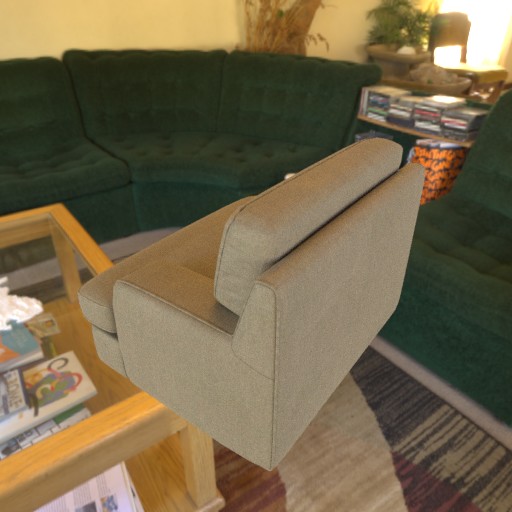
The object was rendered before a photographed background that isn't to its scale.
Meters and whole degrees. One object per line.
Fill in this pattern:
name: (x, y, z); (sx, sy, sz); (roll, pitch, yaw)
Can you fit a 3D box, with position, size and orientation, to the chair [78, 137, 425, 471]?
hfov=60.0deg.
chair: (0.000, 0.000, 2.005); (1.043, 0.974, 1.270); (21, 37, 31)
